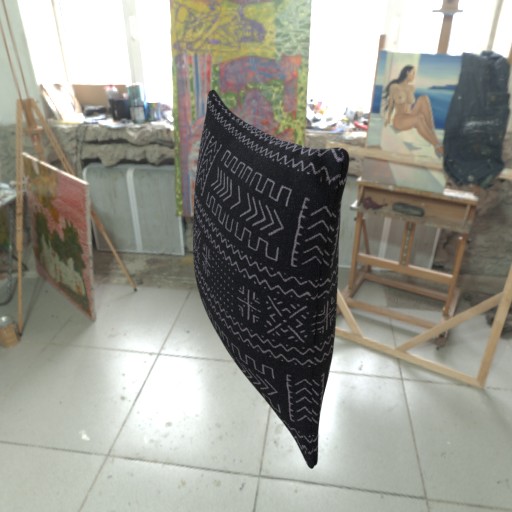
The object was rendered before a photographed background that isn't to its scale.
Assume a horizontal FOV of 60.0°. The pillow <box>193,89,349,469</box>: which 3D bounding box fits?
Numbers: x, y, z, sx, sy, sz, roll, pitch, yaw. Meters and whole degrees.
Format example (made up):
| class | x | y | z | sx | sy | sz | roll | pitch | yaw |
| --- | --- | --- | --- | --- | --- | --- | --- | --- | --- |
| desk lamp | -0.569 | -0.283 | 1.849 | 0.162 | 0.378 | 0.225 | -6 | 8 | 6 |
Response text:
| class | x | y | z | sx | sy | sz | roll | pitch | yaw |
| --- | --- | --- | --- | --- | --- | --- | --- | --- | --- |
| pillow | 0.000 | 0.000 | 0.669 | 0.164 | 0.430 | 0.438 | -10 | 30 | -18 |
